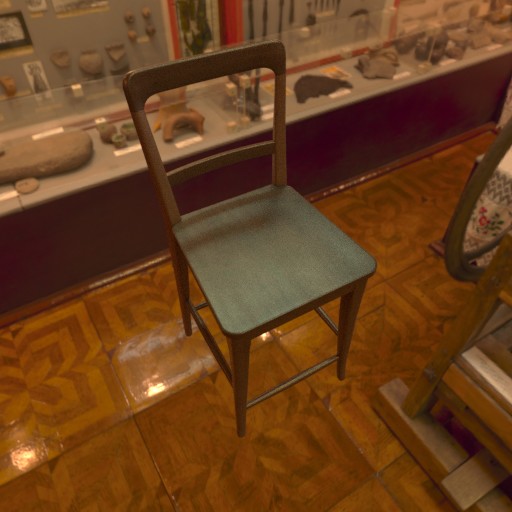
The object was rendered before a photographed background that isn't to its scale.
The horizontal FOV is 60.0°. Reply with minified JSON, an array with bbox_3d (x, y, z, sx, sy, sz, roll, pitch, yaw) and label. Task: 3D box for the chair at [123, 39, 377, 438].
[{"bbox_3d":[0.000,0.000,1.298,0.450,0.991,0.546,-22,50,-20],"label":"chair"}]
